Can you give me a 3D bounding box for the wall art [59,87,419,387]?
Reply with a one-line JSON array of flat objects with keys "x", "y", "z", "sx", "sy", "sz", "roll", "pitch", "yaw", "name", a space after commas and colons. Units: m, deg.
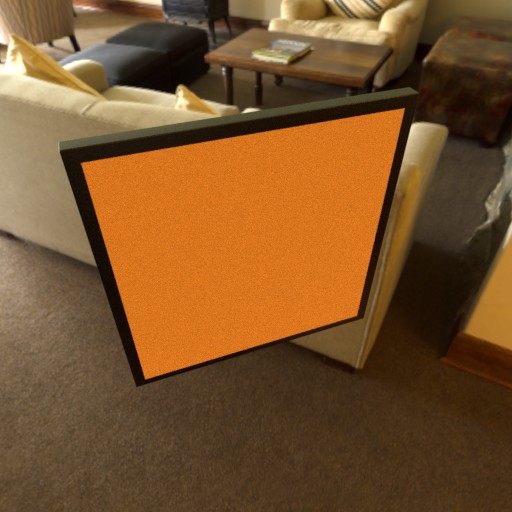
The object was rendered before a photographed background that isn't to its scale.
[{"x": 0.000, "y": 0.000, "z": 1.146, "sx": 0.755, "sy": 0.761, "sz": 0.038, "roll": -14, "pitch": 44, "yaw": -15, "name": "wall art"}]
